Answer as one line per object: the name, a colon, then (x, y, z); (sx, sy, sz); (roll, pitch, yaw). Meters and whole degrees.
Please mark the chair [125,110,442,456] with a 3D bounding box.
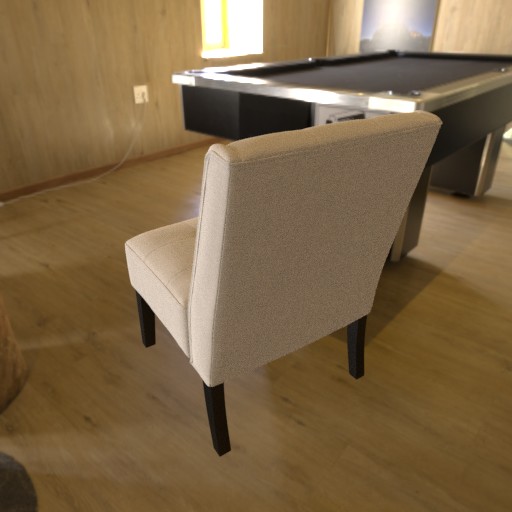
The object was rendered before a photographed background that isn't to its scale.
chair: (0.000, 0.000, 1.278); (0.569, 0.853, 0.676); (-18, 34, -29)
